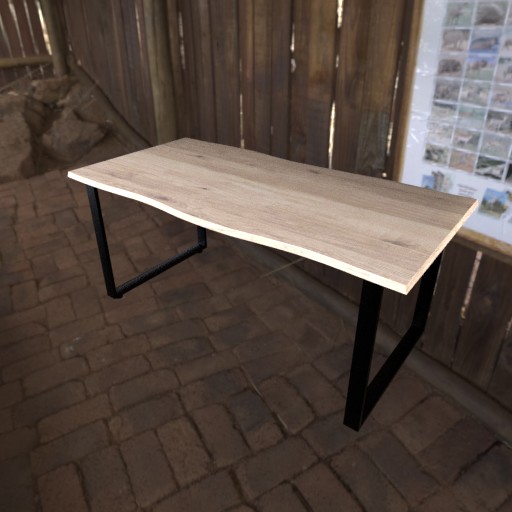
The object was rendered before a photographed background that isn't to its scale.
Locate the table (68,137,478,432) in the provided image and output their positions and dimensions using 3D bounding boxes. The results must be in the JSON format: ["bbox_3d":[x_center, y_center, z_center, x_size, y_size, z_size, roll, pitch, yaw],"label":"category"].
[{"bbox_3d":[0.000,0.000,2.308,1.800,0.780,0.900,20,35,32],"label":"table"}]
